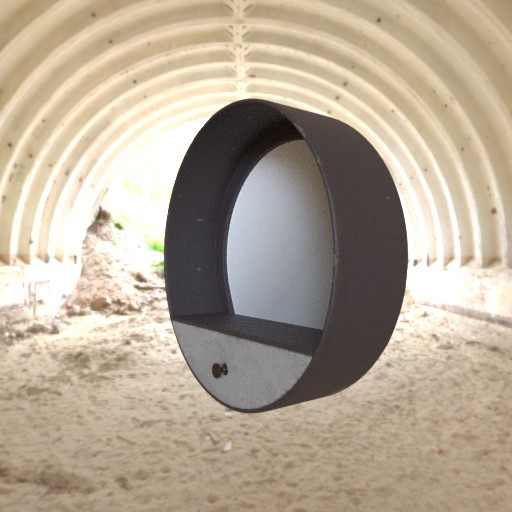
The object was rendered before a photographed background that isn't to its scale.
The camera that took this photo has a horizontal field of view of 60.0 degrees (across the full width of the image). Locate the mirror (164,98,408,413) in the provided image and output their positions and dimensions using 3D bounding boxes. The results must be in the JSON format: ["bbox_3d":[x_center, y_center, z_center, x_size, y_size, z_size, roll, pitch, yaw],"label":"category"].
[{"bbox_3d":[0.000,0.000,0.590,0.126,0.386,0.386,0,-1,-36],"label":"mirror"}]
